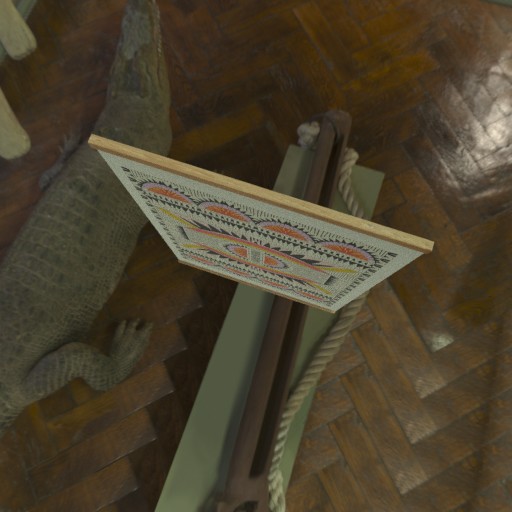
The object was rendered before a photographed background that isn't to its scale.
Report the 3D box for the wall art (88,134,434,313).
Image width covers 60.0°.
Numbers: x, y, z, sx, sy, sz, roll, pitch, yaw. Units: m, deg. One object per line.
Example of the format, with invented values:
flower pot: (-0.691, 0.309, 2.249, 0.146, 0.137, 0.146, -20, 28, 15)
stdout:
wall art: (0.000, 0.000, 1.968, 0.999, 1.533, 0.028, 18, 77, 4)
